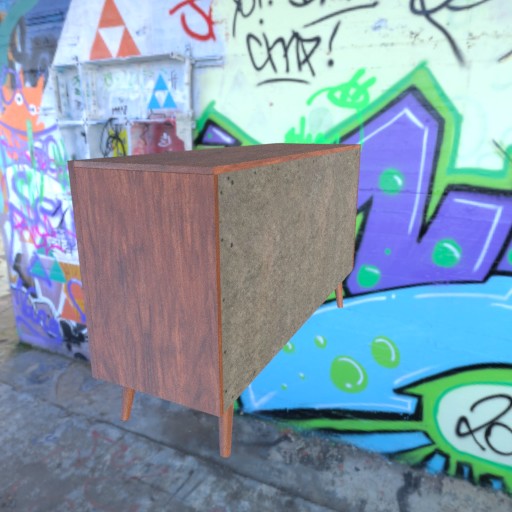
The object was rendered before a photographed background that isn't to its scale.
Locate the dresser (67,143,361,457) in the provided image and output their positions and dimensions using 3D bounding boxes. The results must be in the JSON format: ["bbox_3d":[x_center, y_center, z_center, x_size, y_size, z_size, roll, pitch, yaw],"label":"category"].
[{"bbox_3d":[0.000,0.000,1.906,0.500,0.889,1.472,8,18,25],"label":"dresser"}]
